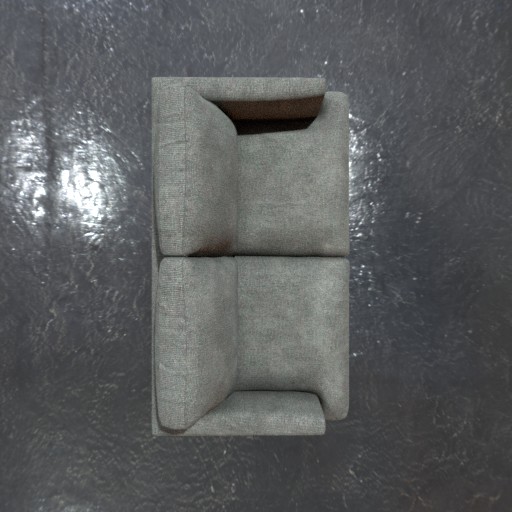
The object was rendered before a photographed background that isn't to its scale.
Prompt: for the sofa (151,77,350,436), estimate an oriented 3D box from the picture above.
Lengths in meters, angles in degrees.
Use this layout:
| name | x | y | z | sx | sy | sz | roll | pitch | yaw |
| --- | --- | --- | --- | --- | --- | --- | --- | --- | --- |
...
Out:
| name | x | y | z | sx | sy | sz | roll | pitch | yaw |
| --- | --- | --- | --- | --- | --- | --- | --- | --- | --- |
| sofa | 0.000 | 0.000 | 2.115 | 0.903 | 0.956 | 1.582 | 0 | 90 | 0 |
